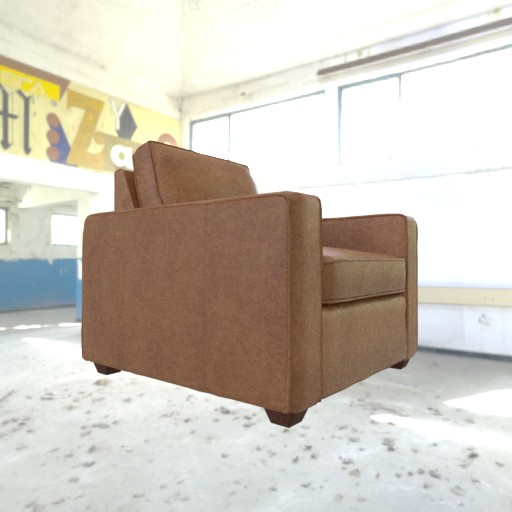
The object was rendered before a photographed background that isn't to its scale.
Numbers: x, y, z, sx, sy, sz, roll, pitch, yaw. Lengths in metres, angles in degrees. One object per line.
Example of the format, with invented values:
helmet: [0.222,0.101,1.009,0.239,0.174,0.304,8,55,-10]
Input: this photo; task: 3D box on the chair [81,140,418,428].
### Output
chair: [0.000,0.000,1.757,1.027,0.901,0.987,0,0,36]
